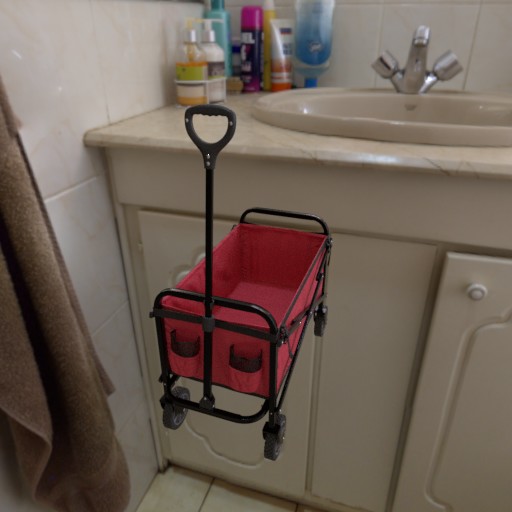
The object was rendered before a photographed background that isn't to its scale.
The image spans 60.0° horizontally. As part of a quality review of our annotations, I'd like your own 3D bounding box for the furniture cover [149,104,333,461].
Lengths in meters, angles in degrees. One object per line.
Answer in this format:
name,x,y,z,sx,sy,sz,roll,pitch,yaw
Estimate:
furniture cover,0.000,0.000,1.821,0.532,1.295,1.038,9,29,18
